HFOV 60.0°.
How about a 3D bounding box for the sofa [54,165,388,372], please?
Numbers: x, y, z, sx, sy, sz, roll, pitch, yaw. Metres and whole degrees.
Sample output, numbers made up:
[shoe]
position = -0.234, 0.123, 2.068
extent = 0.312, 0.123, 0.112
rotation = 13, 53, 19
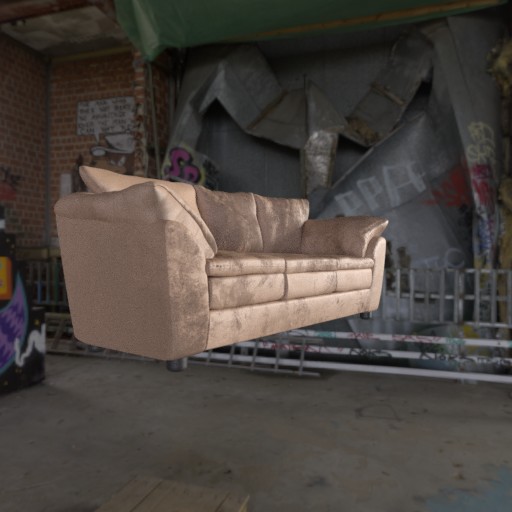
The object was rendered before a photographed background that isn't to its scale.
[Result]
[sofa]
position = 0.000, 0.000, 2.885
extent = 0.893, 0.981, 2.377
rotation = 0, 0, 38
